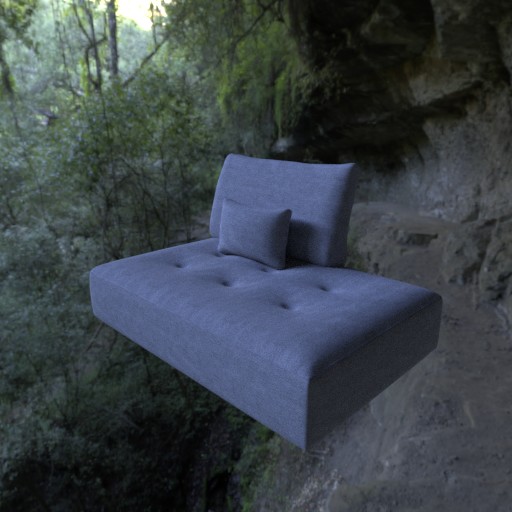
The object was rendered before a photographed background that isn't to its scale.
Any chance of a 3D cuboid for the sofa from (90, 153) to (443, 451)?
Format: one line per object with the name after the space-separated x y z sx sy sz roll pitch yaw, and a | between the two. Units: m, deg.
0.000 0.000 2.058 1.450 0.820 1.002 16 23 42 | sofa
